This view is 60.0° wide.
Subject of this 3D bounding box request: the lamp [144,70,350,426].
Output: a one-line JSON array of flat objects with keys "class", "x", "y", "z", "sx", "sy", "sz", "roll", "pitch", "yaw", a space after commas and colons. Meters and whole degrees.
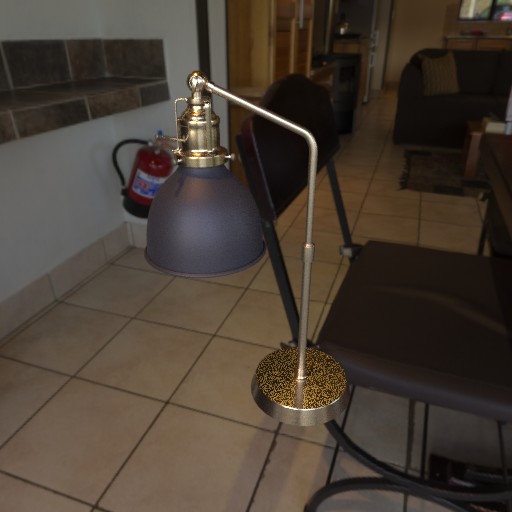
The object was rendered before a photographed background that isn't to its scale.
[{"class": "lamp", "x": 0.000, "y": 0.000, "z": 0.589, "sx": 0.291, "sy": 0.456, "sz": 0.160, "roll": 0, "pitch": 27, "yaw": 0}]
